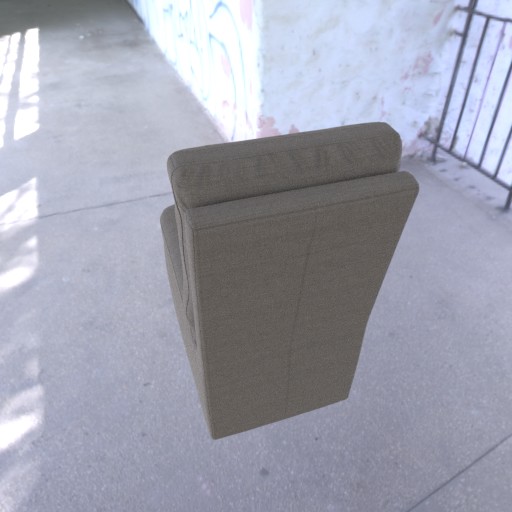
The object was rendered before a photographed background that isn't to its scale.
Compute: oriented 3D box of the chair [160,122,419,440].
[{"bbox_3d":[0.000,0.000,1.328,0.503,0.927,0.698,-12,41,-14],"label":"chair"}]
